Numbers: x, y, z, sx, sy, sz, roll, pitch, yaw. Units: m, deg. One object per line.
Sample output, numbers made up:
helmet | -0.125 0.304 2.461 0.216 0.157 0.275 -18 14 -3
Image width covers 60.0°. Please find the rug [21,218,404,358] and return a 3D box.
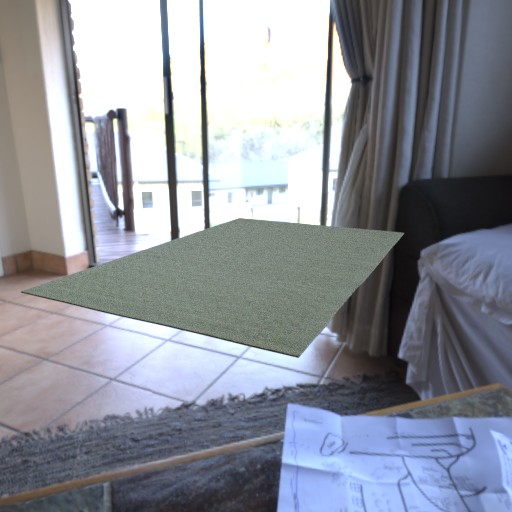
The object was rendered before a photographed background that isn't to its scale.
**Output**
rug | 0.000 0.000 2.198 1.143 0.006 1.747 8 17 26
